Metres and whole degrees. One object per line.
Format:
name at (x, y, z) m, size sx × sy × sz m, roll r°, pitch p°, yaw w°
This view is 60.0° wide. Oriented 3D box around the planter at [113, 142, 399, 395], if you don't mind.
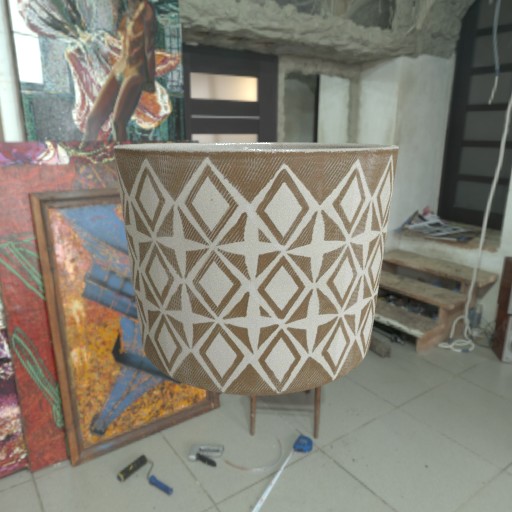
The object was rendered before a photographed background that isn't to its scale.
planter at (0.000, 0.000, 0.451) m, size 0.260 × 0.220 × 0.260 m, roll 0°, pitch 15°, yaw 0°
